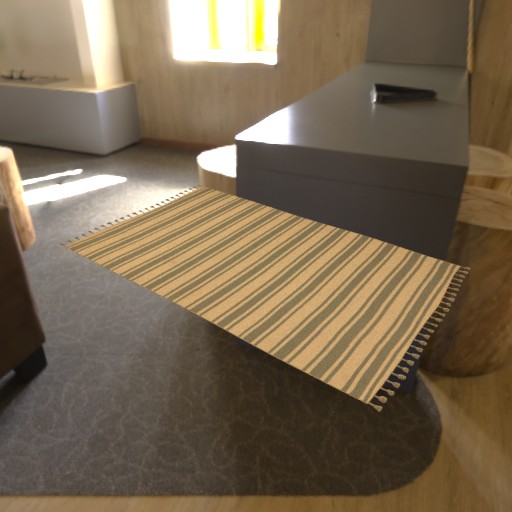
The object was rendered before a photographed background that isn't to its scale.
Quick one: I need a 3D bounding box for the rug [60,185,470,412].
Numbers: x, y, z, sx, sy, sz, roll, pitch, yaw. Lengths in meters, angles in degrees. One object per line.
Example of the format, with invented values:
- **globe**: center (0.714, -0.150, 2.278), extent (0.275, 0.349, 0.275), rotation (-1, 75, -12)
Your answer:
- **rug**: center (0.000, 0.000, 2.552), extent (2.084, 0.009, 1.222), rotation (21, 37, 32)
